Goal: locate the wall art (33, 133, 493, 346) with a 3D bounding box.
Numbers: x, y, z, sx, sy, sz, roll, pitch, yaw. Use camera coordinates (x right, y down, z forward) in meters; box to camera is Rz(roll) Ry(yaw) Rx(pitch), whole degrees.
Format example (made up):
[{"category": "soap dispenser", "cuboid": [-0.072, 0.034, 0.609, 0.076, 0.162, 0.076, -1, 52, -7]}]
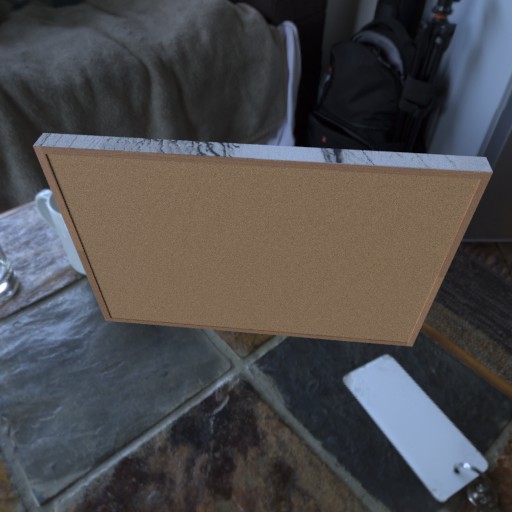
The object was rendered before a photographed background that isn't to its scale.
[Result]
[{"category": "wall art", "cuboid": [0.000, 0.000, 0.746, 0.613, 0.407, 0.035, 4, 46, 4]}]
